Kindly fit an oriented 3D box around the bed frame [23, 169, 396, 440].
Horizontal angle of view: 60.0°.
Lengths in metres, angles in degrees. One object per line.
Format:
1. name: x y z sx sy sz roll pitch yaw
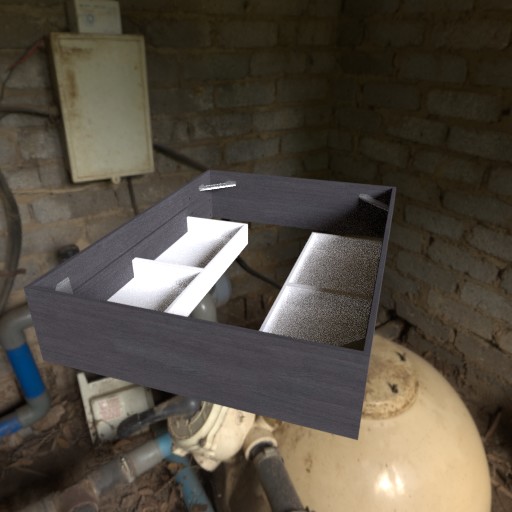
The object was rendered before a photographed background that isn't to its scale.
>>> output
1. bed frame: 0.000 0.000 2.602 1.448 0.459 1.944 8 28 16
